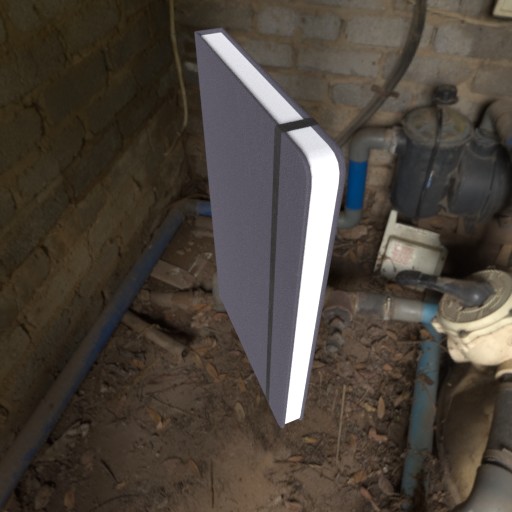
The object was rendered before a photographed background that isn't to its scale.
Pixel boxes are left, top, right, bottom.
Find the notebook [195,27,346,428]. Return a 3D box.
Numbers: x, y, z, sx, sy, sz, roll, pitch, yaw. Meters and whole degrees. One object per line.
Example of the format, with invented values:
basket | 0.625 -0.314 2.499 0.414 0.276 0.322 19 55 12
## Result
notebook | 0.000 0.000 0.262 0.016 0.213 0.127 -17 48 -15
